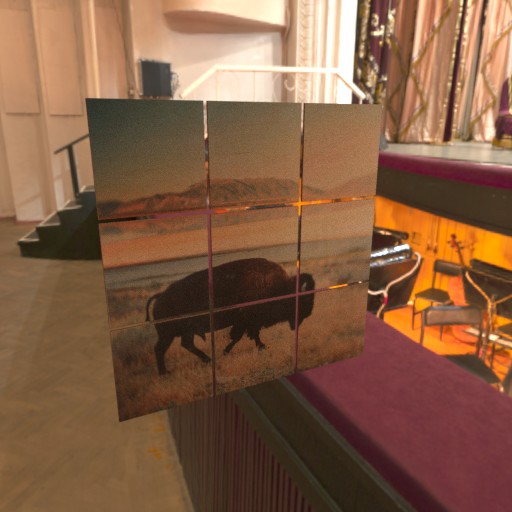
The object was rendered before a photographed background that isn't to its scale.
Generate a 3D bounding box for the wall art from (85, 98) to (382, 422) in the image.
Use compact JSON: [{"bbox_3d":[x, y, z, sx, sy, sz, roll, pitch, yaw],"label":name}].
[{"bbox_3d":[0.000,0.000,2.330,1.533,1.532,0.019,-8,19,-25],"label":"wall art"}]
